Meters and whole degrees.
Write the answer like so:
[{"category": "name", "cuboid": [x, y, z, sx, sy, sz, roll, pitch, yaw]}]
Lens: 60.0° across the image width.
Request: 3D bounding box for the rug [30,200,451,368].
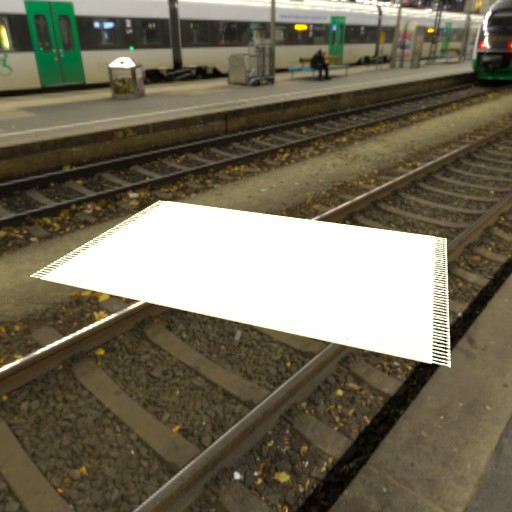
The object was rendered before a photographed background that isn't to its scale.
[{"category": "rug", "cuboid": [0.000, 0.000, 3.020, 2.438, 0.010, 1.524, 9, 28, 18]}]
